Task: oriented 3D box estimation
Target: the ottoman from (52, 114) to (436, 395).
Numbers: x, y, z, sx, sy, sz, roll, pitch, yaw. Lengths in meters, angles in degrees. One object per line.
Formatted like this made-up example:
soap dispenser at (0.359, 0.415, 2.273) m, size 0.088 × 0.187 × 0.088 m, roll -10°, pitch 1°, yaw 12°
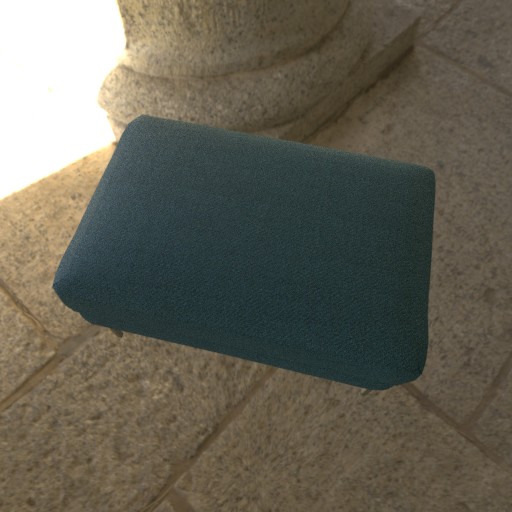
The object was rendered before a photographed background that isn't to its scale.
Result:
ottoman at (0.000, 0.000, 1.225) m, size 0.856 × 0.498 × 0.563 m, roll 12°, pitch 64°, yaw 6°
